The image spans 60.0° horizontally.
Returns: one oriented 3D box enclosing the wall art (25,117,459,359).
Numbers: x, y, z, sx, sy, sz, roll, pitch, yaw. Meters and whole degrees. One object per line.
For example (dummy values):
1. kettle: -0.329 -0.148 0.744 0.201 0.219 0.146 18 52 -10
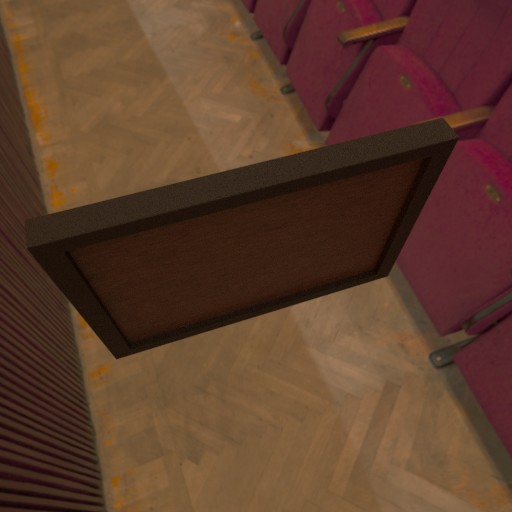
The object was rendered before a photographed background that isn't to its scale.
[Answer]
1. wall art: 0.000 0.000 0.861 0.671 0.456 0.051 -16 59 -10
